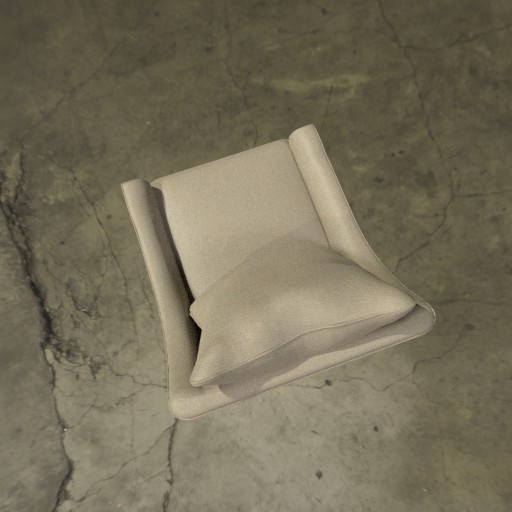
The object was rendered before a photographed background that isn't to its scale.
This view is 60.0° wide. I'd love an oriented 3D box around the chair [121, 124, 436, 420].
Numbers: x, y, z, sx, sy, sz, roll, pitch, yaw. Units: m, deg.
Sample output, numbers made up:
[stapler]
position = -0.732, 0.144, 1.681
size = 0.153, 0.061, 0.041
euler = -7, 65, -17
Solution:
[chair]
position = 0.000, 0.000, 1.593
size = 0.760, 0.942, 0.876
euler = -19, 76, -5
